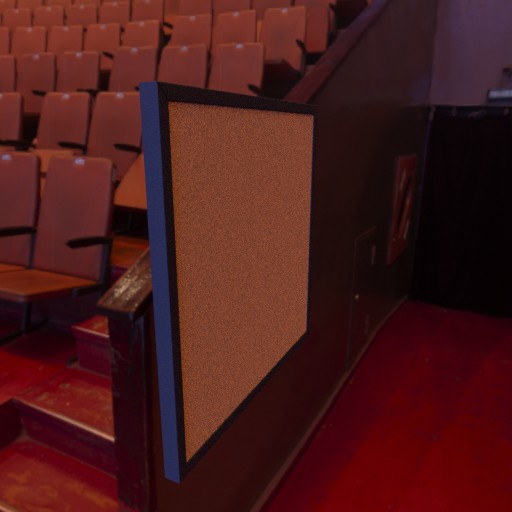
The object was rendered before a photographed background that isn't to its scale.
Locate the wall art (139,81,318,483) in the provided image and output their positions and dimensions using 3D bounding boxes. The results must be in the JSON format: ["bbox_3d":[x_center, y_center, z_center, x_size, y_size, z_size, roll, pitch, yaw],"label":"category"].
[{"bbox_3d":[0.000,0.000,1.130,0.037,0.763,0.763,8,17,26],"label":"wall art"}]
